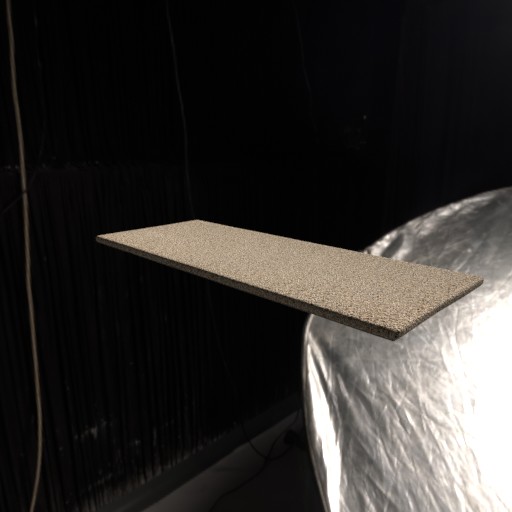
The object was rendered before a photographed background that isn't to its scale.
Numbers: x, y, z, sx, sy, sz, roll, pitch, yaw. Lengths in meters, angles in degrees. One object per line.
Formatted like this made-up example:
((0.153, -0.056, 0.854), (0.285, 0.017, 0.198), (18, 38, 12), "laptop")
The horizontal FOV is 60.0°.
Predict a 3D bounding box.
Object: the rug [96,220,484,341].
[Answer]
((0.000, 0.000, 1.771), (1.524, 0.030, 0.609), (14, 20, 43), "rug")
